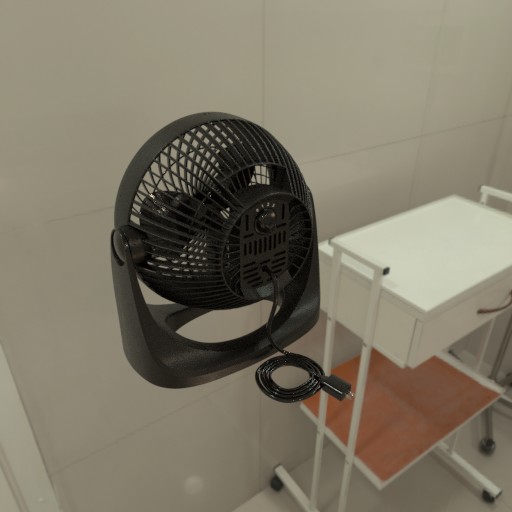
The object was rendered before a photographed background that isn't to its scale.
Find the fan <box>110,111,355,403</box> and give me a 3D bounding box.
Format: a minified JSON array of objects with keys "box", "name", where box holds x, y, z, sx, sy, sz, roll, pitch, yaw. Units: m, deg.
[{"box":[0.000,0.000,0.491,0.273,0.277,0.256,-19,34,-31],"name":"fan"}]
